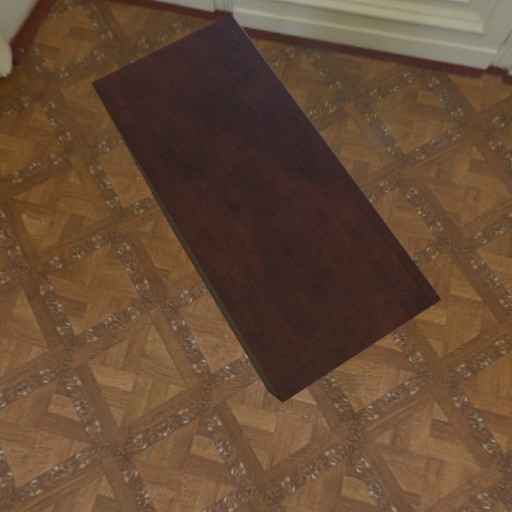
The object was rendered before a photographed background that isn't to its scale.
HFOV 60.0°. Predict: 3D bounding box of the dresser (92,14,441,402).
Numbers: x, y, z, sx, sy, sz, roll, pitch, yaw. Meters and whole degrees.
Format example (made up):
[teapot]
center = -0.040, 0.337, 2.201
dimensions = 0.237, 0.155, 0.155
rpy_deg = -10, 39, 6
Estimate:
[dresser]
center = 0.000, 0.000, 1.971
dimensions = 0.506, 1.514, 1.072
rpy_deg = -31, 76, -8
